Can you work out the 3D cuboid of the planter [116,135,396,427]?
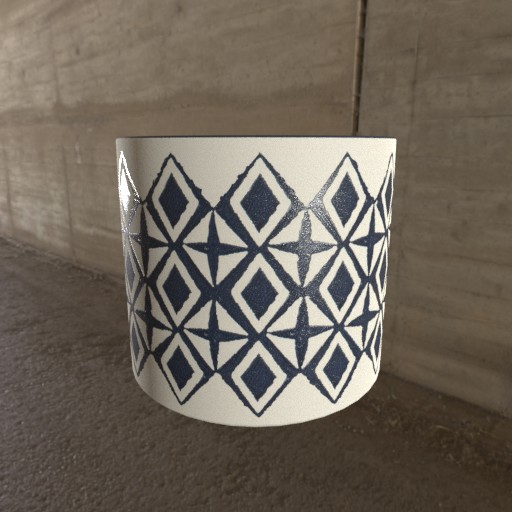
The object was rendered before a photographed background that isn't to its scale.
[{"bbox_3d":[0.000,0.000,0.279,0.159,0.144,0.159,0,14,0],"label":"planter"}]
